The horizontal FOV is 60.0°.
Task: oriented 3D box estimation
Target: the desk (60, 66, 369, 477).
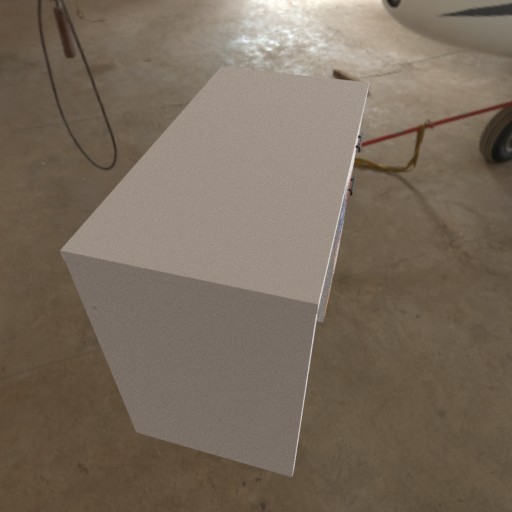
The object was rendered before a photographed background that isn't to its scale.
[{"bbox_3d":[0.000,0.000,1.313,0.482,0.730,0.898,11,45,11],"label":"desk"}]
